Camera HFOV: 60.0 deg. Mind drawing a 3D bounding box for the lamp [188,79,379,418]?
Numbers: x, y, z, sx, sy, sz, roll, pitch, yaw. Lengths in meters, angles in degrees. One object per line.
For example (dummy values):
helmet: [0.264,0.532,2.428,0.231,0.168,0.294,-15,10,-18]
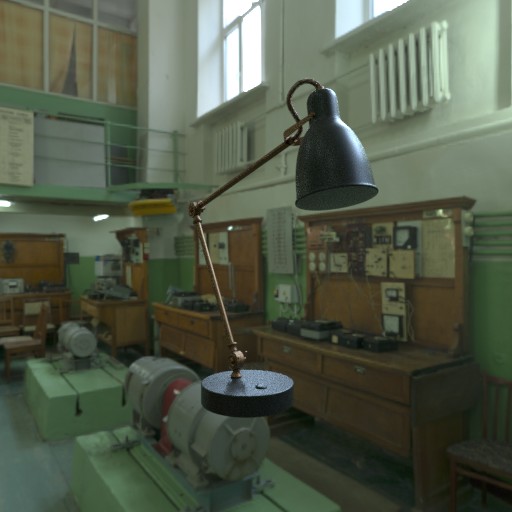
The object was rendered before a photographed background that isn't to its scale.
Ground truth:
lamp: [0.000,0.000,0.872,0.187,0.587,0.561,0,0,-35]
